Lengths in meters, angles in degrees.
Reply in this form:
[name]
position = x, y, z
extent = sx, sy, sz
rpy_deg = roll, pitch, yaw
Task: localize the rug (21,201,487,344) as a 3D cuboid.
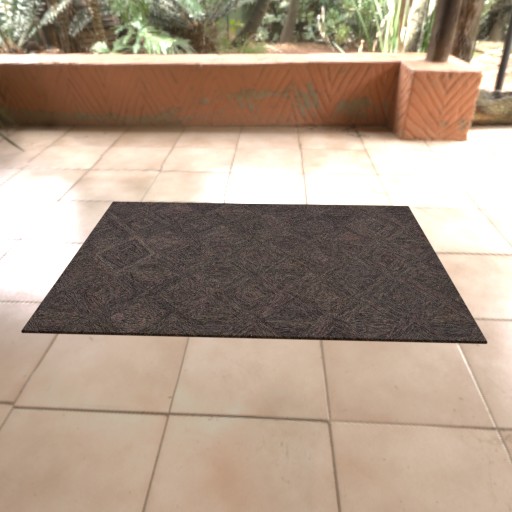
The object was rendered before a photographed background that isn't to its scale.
[rug]
position = 0.000, 0.000, 2.813
extent = 2.298, 0.017, 1.501
rpy_deg = 1, 32, 2
